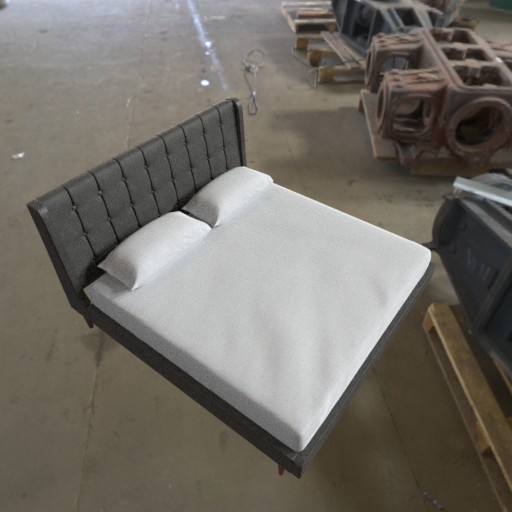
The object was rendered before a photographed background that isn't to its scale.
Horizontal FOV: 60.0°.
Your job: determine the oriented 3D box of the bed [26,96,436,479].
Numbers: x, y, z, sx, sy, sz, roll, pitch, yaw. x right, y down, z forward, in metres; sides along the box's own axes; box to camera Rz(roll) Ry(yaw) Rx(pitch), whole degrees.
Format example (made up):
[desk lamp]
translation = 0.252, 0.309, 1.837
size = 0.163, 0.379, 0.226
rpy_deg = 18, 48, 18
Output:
[bed]
translation = 0.000, 0.000, 3.132
size = 2.031, 1.158, 1.903
rpy_deg = 28, 50, 26
